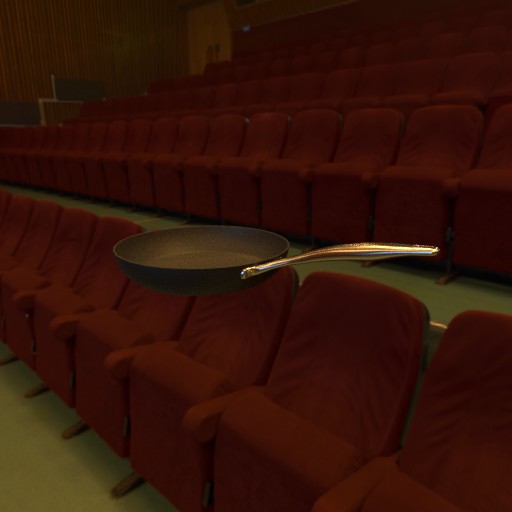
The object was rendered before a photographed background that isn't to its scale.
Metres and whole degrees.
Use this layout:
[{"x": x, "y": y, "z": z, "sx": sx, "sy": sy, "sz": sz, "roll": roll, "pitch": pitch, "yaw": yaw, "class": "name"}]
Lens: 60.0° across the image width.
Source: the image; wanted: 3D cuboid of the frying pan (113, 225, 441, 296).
[{"x": 0.000, "y": 0.000, "z": 0.585, "sx": 0.472, "sy": 0.105, "sz": 0.255, "roll": 14, "pitch": 21, "yaw": 42, "class": "frying pan"}]
